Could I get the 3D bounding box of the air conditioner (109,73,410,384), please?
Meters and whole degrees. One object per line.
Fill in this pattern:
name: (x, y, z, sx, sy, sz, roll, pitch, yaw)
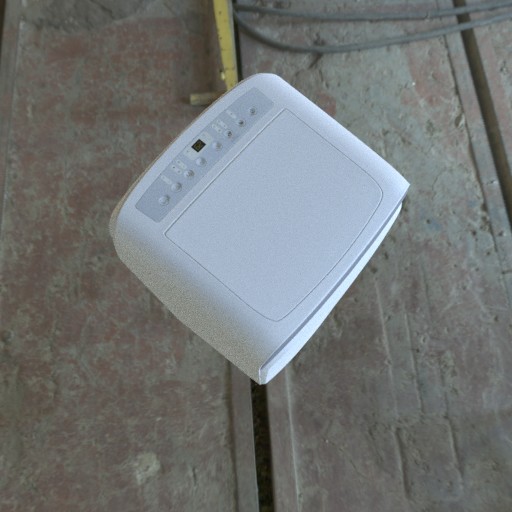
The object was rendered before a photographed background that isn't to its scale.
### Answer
air conditioner: (0.000, 0.000, 1.088, 0.467, 0.765, 0.478, 39, 78, 10)
